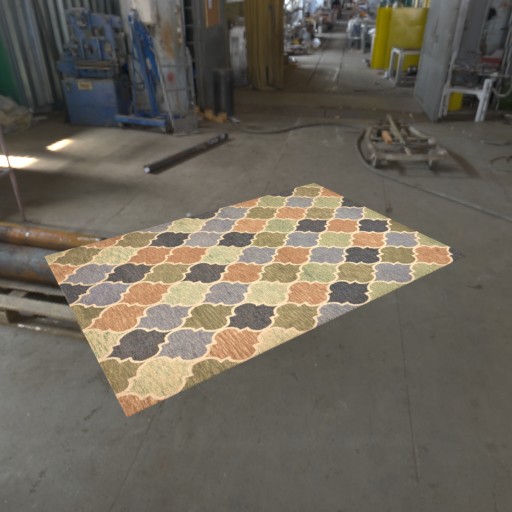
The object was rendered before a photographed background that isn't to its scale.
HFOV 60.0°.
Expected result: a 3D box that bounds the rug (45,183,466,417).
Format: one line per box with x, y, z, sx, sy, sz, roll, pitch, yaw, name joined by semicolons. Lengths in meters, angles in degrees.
0.000;0.000;2.309;1.828;0.006;1.216;-19;36;-29;rug
